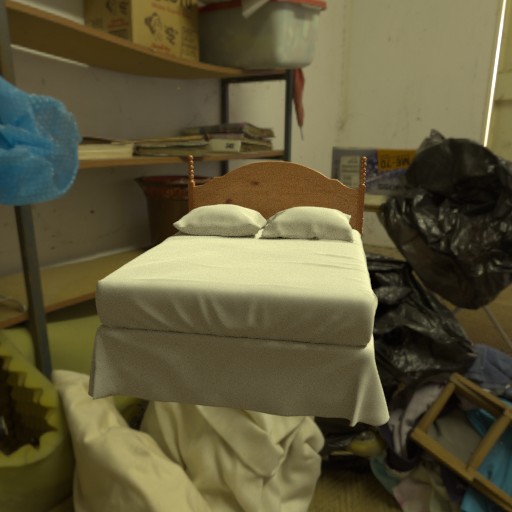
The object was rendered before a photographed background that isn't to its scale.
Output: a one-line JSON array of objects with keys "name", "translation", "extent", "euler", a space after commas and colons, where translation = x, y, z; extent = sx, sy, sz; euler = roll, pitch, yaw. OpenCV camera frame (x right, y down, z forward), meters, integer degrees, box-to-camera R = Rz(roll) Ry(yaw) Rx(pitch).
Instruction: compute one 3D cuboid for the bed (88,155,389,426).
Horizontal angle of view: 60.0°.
[{"name": "bed", "translation": [0.000, 0.000, 3.295], "extent": [1.873, 1.356, 2.040], "euler": [3, 16, 10]}]
